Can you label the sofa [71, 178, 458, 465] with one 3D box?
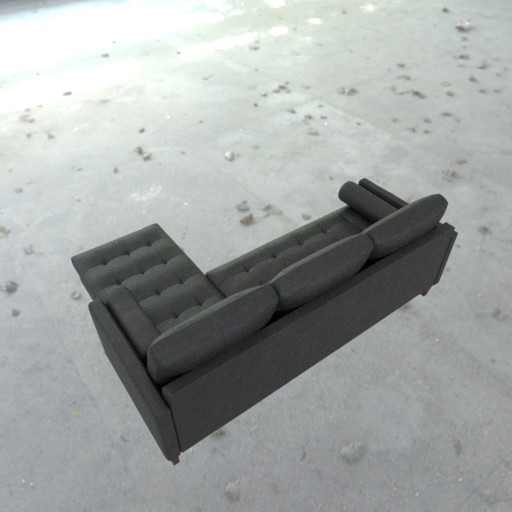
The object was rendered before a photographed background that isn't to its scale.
[{"bbox_3d":[0.000,0.000,2.946,2.178,0.876,1.497,-26,48,-26],"label":"sofa"}]
